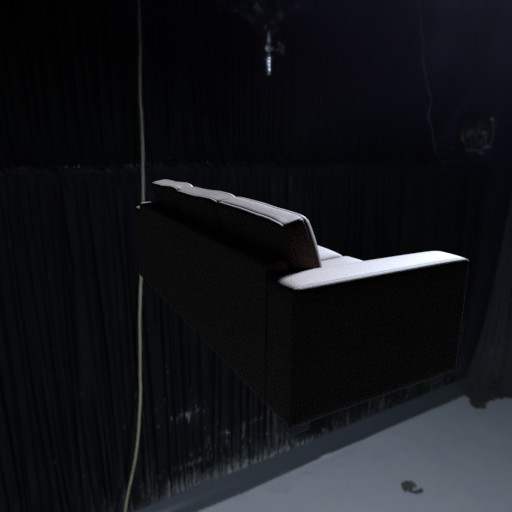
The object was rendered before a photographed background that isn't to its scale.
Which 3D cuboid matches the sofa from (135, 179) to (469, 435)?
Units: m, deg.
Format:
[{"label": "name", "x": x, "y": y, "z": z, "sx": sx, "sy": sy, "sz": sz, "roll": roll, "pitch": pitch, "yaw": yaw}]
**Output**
[{"label": "sofa", "x": 0.000, "y": 0.000, "z": 2.605, "sx": 0.900, "sy": 0.806, "sz": 2.160, "roll": -8, "pitch": 17, "yaw": -27}]
